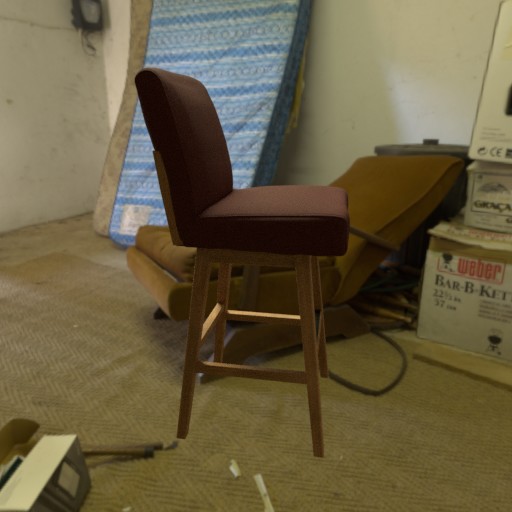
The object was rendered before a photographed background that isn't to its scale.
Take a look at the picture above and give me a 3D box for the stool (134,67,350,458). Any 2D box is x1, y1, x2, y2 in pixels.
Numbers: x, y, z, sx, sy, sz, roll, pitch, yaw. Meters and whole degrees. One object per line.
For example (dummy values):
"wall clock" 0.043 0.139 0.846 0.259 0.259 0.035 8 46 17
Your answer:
"stool" 0.000 0.000 1.411 0.562 1.093 0.468 3 18 10
